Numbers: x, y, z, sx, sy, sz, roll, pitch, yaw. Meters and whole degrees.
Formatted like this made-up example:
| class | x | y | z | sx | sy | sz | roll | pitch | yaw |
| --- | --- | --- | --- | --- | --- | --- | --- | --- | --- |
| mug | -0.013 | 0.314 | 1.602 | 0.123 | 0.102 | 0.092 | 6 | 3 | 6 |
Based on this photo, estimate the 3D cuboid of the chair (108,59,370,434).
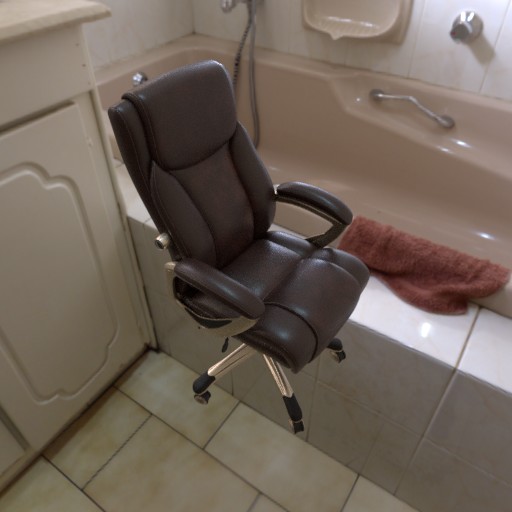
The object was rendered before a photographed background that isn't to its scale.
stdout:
| class | x | y | z | sx | sy | sz | roll | pitch | yaw |
| --- | --- | --- | --- | --- | --- | --- | --- | --- | --- |
| chair | 0.000 | 0.000 | 1.629 | 0.749 | 1.194 | 0.692 | 26 | 47 | 27 |
